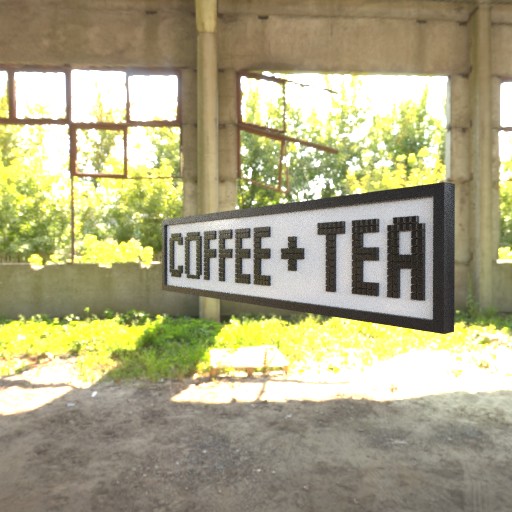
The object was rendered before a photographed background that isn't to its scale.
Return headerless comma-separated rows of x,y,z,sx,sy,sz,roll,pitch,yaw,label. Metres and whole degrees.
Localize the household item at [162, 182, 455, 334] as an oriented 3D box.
0.000,0.000,1.092,0.030,0.236,1.001,0,1,-37,household item
